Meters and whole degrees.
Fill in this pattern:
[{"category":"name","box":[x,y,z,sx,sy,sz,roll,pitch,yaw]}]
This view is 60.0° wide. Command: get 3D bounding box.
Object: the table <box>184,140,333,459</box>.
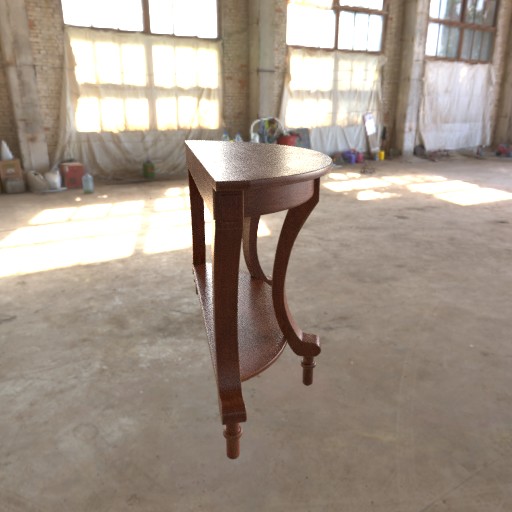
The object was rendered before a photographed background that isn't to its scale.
[{"category":"table","box":[0.000,0.000,1.521,0.394,0.699,1.198,-4,18,-11]}]
